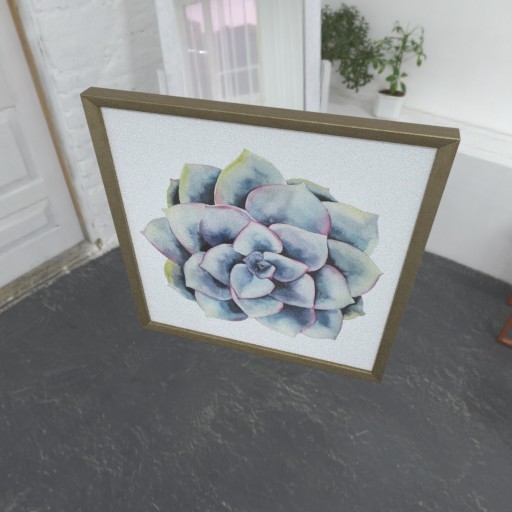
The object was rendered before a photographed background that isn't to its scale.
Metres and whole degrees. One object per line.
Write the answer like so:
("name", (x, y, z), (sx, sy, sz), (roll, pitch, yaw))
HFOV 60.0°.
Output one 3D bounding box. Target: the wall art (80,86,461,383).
("wall art", (0.000, 0.000, 0.743), (0.503, 0.506, 0.030), (11, 42, 12))
